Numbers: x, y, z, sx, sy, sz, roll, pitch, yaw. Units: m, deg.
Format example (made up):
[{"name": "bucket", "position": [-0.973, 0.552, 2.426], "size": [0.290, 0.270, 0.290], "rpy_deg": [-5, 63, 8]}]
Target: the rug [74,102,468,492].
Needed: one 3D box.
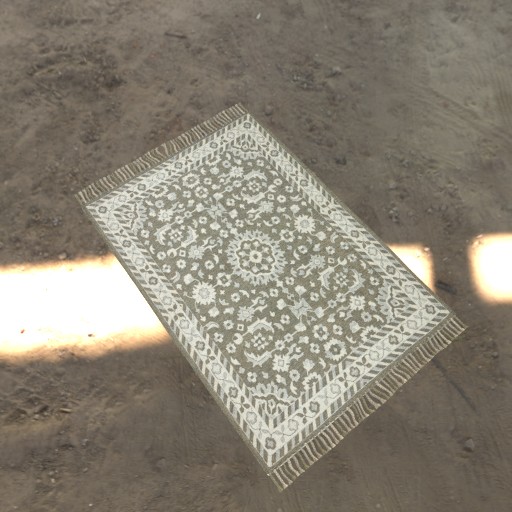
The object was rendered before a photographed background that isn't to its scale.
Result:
[{"name": "rug", "position": [0.000, 0.000, 3.013], "size": [1.530, 0.025, 2.431], "rpy_deg": [-34, 68, -16]}]
